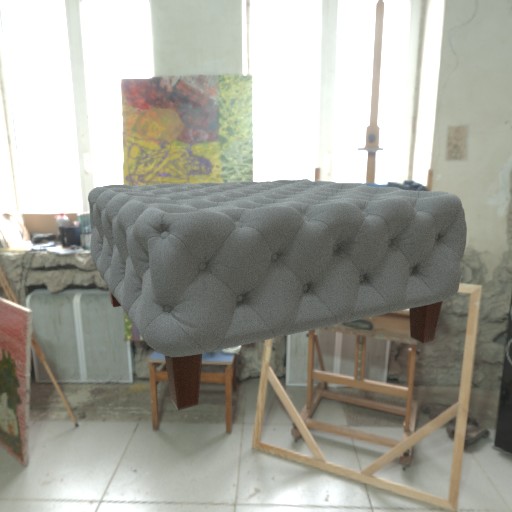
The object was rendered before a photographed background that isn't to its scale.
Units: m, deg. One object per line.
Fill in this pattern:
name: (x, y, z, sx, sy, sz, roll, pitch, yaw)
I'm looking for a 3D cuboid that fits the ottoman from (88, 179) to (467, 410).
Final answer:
ottoman: (0.000, 0.000, 1.424, 0.917, 0.439, 0.911, -7, 15, -27)
